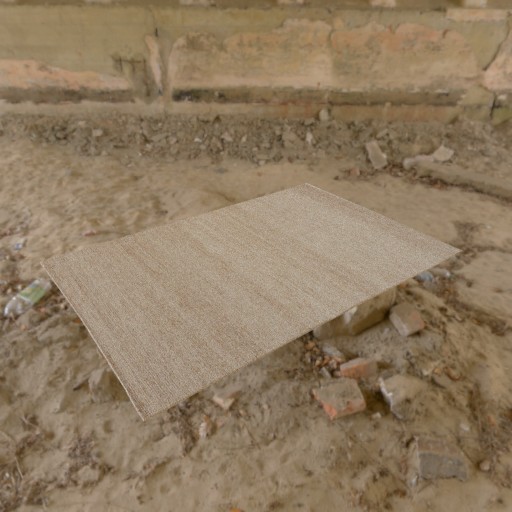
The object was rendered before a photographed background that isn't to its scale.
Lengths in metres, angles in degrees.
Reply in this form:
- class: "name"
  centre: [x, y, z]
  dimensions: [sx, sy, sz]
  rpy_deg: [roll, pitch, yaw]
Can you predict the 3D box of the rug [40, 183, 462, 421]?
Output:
- class: "rug"
  centre: [0.000, 0.000, 2.948]
  dimensions: [2.346, 0.029, 1.574]
  rpy_deg: [-21, 36, -31]
